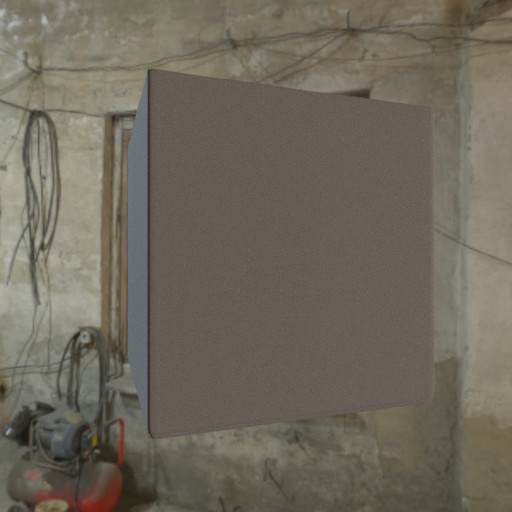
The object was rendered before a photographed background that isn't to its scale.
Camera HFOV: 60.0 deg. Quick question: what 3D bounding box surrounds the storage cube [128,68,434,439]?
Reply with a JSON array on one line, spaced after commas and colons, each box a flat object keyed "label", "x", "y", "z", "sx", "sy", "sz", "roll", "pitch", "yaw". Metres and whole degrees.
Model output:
[{"label": "storage cube", "x": 0.000, "y": 0.000, "z": 0.499, "sx": 0.270, "sy": 0.280, "sz": 0.270, "roll": 0, "pitch": 0, "yaw": -19}]
